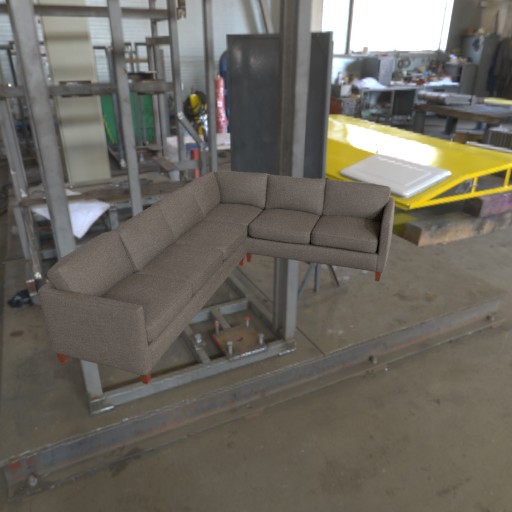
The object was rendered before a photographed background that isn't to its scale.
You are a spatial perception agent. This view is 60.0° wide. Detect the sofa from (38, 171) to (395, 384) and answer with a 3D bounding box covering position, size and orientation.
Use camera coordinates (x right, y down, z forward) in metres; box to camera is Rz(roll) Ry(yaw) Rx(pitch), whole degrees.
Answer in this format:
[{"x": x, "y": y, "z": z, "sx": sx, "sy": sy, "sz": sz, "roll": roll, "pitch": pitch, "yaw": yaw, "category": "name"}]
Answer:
[{"x": 0.000, "y": 0.000, "z": 4.573, "sx": 2.593, "sy": 0.947, "sz": 3.302, "roll": 8, "pitch": 27, "yaw": 17, "category": "sofa"}]
